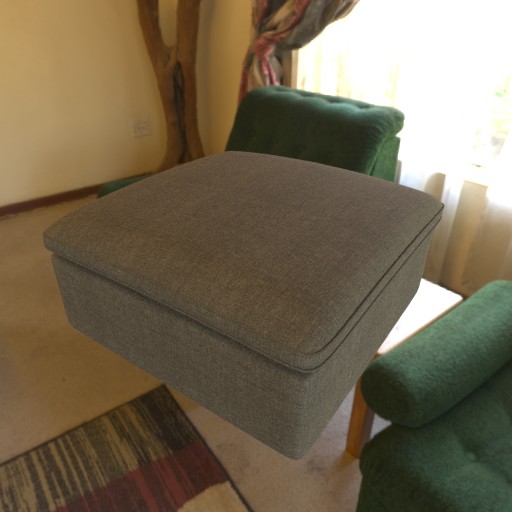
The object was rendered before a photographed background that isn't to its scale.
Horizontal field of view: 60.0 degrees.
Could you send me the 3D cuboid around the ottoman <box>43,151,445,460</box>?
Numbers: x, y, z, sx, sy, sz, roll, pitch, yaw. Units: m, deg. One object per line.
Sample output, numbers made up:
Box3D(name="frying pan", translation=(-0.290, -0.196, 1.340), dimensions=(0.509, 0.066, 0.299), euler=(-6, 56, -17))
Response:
Box3D(name="ottoman", translation=(0.000, 0.000, 1.668), dimensions=(1.067, 0.559, 1.067), euler=(20, 36, 30))
